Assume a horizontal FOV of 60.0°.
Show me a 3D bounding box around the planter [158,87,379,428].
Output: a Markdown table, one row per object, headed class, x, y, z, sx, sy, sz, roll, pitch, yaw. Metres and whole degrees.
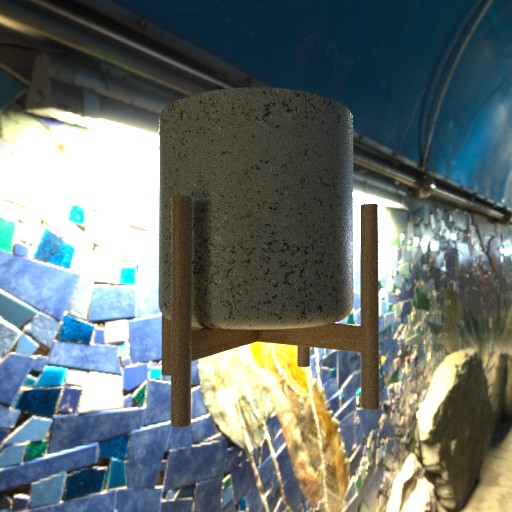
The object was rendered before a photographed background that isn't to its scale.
| class | x | y | z | sx | sy | sz | roll | pitch | yaw |
| --- | --- | --- | --- | --- | --- | --- | --- | --- | --- |
| planter | 0.000 | 0.000 | 0.704 | 0.360 | 0.419 | 0.360 | 1 | -1 | -37 |
